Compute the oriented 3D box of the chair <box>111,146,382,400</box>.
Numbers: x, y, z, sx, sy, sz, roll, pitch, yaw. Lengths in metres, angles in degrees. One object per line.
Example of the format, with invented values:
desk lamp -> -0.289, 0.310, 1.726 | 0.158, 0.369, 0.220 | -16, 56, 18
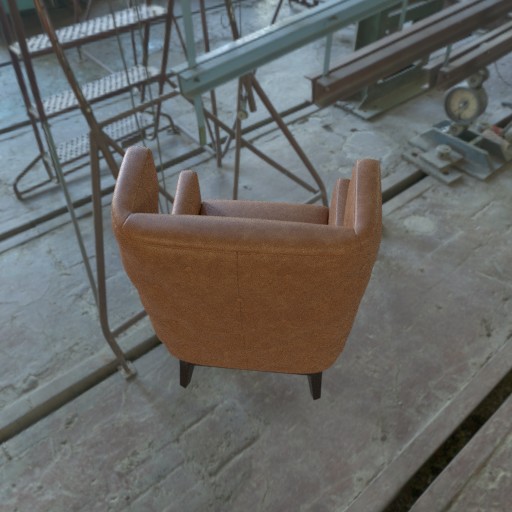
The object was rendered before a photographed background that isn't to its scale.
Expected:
chair -> 0.000, 0.000, 1.664 | 0.766, 1.079, 0.899 | 4, 47, 4
